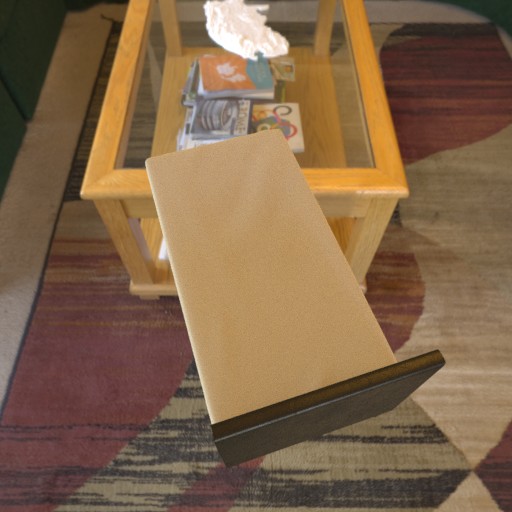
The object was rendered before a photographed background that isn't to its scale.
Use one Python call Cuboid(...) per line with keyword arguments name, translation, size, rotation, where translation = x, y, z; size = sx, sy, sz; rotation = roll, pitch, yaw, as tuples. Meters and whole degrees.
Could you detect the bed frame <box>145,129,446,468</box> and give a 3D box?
Cuboid(name="bed frame", translation=(0.000, 0.000, 2.593), size=(1.038, 1.046, 2.152), rotation=(-15, 60, -9))
